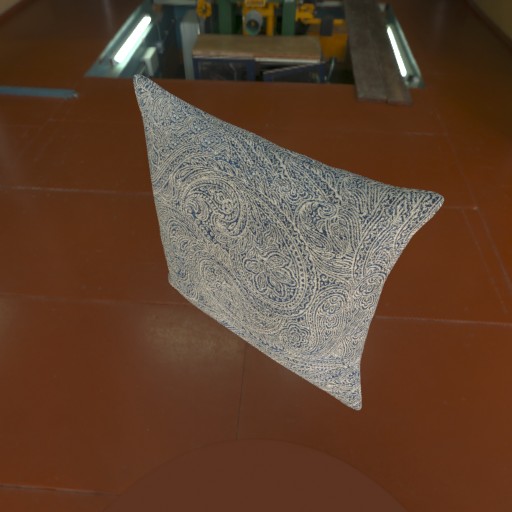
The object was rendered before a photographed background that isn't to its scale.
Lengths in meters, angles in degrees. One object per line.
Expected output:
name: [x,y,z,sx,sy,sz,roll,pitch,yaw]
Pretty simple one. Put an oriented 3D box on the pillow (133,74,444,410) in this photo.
pillow: [0.000,0.000,0.782,0.523,0.510,0.166,30,53,26]
